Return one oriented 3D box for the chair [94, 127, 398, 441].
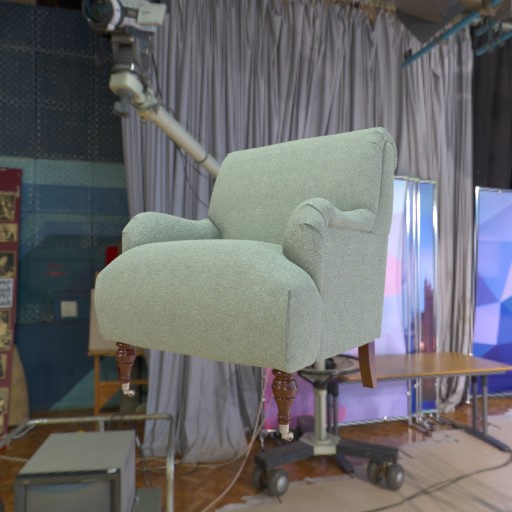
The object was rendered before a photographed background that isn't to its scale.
[{"bbox_3d":[0.000,0.000,1.935,0.964,1.178,1.060,0,0,35],"label":"chair"}]
